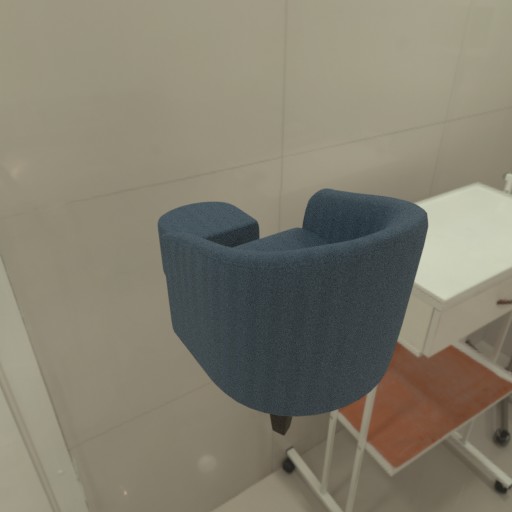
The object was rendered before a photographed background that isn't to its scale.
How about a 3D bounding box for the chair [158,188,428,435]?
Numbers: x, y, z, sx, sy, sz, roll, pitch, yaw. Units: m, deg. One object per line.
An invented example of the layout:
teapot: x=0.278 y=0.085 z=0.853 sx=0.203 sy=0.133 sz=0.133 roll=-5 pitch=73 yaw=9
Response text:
chair: x=0.000 y=0.000 z=1.769 sx=0.756 sy=0.757 sz=1.288 roll=-19 pitch=36 yaw=-28
